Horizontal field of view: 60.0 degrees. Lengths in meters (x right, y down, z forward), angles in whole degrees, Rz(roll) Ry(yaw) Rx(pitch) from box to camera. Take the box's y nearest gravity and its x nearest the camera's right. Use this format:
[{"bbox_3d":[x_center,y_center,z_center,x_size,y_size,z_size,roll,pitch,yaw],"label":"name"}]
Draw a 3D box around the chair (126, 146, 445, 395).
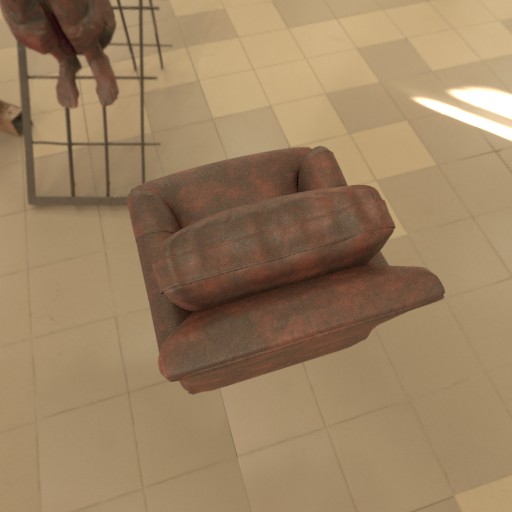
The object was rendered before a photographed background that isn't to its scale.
[{"bbox_3d":[0.000,0.000,1.966,0.987,1.051,1.156,-15,60,-9],"label":"chair"}]
